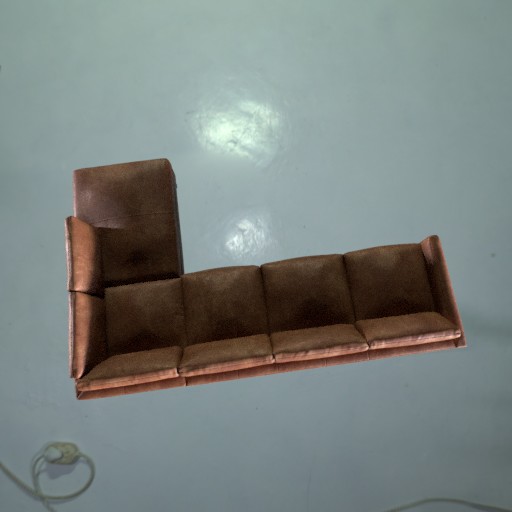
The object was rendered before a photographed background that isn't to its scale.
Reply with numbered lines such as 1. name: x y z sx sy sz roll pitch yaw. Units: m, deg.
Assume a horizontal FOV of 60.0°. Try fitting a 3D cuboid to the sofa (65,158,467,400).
1. sofa: 0.000 0.000 3.734 2.984 0.877 1.938 -8 76 -2
